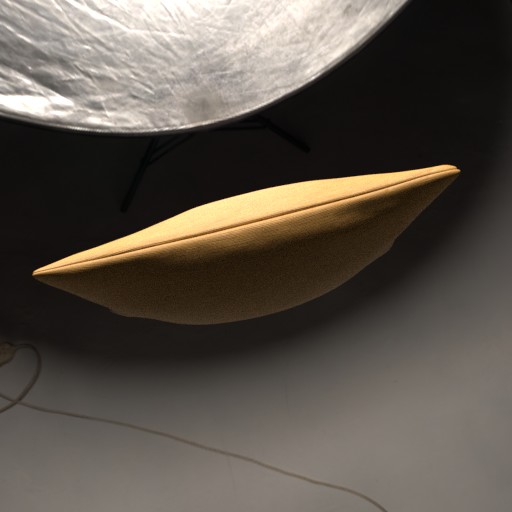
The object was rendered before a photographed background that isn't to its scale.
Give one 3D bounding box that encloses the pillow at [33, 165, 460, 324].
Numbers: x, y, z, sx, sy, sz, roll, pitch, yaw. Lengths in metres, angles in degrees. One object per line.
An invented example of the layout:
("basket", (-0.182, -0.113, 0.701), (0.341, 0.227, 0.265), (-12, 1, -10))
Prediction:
("pillow", (0.000, 0.000, 0.791), (0.634, 0.354, 0.210), (-14, 76, -4))
